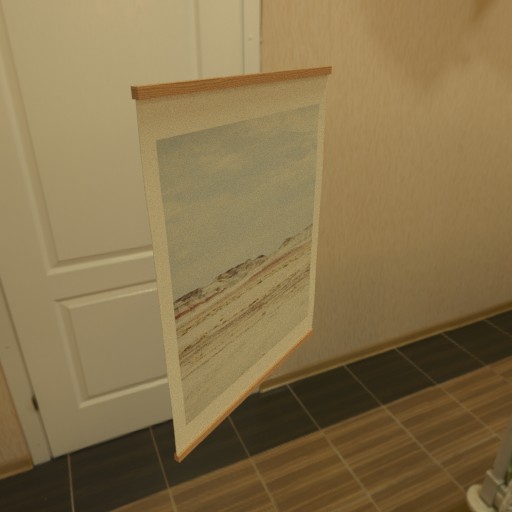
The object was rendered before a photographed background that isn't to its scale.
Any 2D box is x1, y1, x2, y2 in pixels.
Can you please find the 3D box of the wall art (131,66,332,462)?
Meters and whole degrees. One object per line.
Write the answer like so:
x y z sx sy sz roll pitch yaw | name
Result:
0.000 0.000 0.794 0.011 0.605 0.458 18 32 32 | wall art
